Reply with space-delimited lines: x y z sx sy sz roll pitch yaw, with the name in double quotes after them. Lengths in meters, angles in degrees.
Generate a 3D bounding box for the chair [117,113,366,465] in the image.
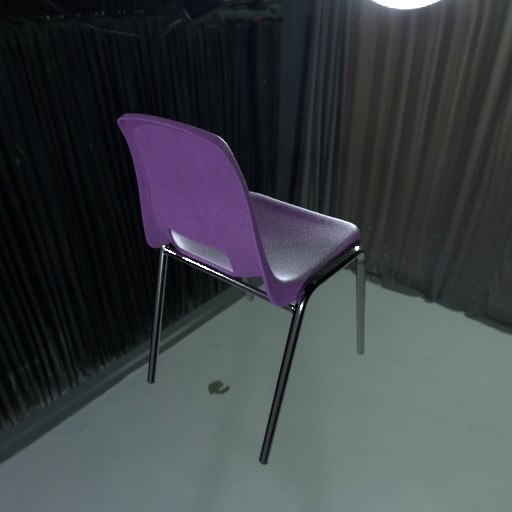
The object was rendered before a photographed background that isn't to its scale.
0.000 0.000 0.926 0.381 0.654 0.432 22 38 31 "chair"
